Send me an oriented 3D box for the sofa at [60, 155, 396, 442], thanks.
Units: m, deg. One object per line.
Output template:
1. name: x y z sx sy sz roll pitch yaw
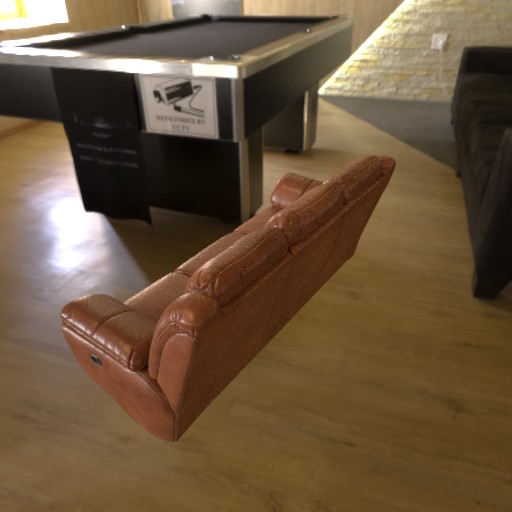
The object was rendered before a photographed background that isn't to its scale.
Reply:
1. sofa: 0.000 0.000 2.917 0.991 1.043 2.337 20 38 29
